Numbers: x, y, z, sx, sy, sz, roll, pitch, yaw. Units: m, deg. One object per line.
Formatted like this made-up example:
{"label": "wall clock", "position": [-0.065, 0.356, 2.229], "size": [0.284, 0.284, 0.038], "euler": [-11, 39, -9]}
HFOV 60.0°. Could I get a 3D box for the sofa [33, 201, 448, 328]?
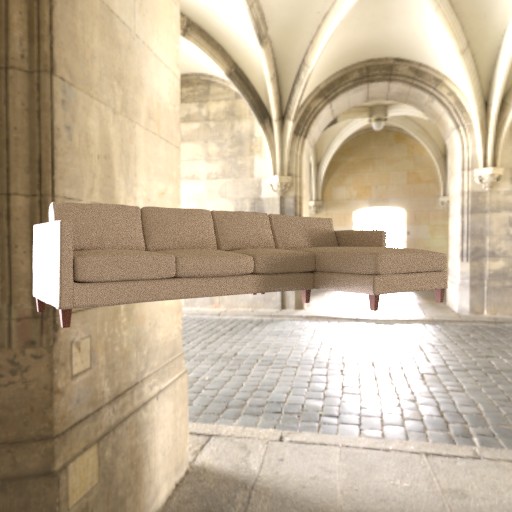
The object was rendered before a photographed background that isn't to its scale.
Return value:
{"label": "sofa", "position": [0.000, 0.000, 3.761], "size": [3.186, 0.861, 1.625], "euler": [-1, 2, -36]}
